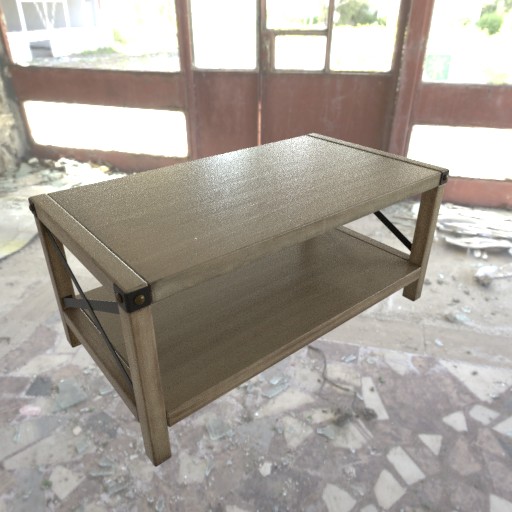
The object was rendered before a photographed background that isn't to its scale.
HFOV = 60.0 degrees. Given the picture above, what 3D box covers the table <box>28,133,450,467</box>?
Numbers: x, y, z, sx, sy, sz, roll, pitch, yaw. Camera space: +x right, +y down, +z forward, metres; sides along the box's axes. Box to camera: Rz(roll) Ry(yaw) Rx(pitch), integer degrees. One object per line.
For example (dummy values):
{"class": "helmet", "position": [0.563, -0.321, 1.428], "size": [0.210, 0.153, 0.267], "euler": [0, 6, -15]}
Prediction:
{"class": "table", "position": [0.000, 0.000, 1.291], "size": [1.016, 0.456, 0.559], "euler": [-22, 36, -34]}
